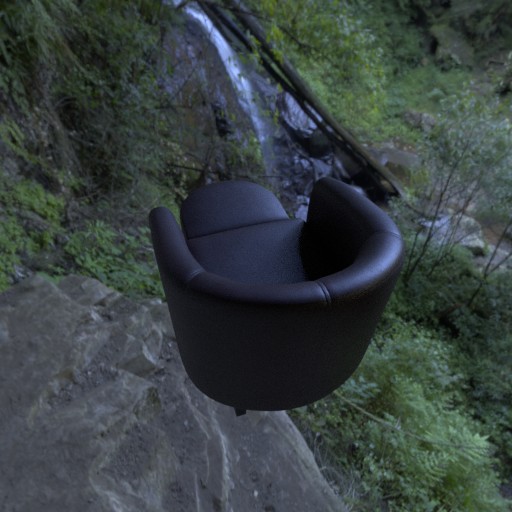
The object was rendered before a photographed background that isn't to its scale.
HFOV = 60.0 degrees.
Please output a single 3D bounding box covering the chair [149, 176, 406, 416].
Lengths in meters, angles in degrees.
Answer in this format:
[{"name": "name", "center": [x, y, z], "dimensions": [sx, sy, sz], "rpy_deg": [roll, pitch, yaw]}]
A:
[{"name": "chair", "center": [0.000, 0.000, 1.691], "dimensions": [0.737, 0.755, 1.176], "rpy_deg": [-12, 44, -13]}]
